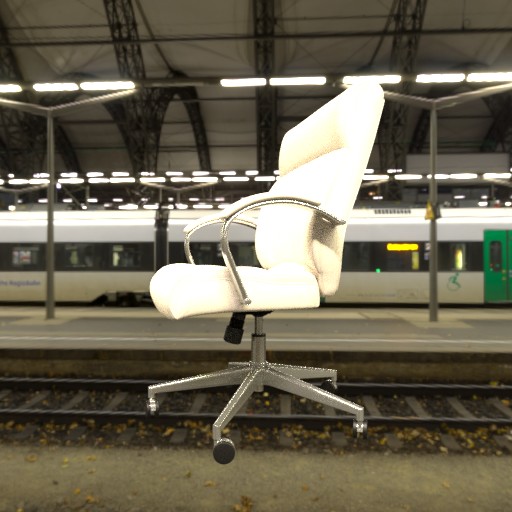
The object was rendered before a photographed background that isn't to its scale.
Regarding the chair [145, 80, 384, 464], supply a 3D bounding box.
[{"bbox_3d":[0.000,0.000,1.562,0.745,1.099,0.727,0,0,-18],"label":"chair"}]
